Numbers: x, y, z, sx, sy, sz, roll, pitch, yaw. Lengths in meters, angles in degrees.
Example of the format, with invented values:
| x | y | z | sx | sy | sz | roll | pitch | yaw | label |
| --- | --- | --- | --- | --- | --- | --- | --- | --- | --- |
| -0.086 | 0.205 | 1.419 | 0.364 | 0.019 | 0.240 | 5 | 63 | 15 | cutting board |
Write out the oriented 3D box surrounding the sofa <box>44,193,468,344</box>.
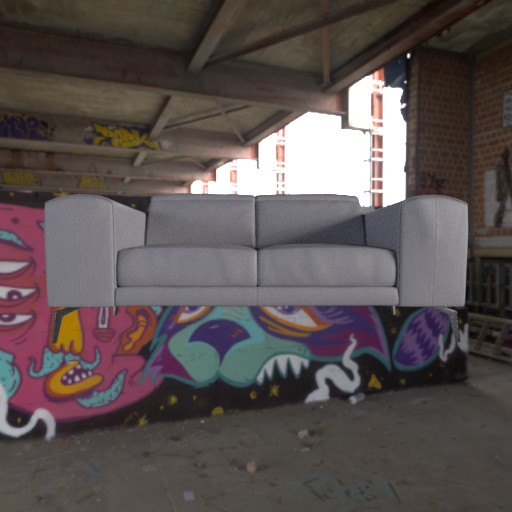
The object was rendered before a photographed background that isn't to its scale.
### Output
| x | y | z | sx | sy | sz | roll | pitch | yaw | label |
| --- | --- | --- | --- | --- | --- | --- | --- | --- | --- |
| 0.000 | 0.000 | 2.430 | 1.895 | 0.779 | 1.003 | 0 | 0 | -1 | sofa |
